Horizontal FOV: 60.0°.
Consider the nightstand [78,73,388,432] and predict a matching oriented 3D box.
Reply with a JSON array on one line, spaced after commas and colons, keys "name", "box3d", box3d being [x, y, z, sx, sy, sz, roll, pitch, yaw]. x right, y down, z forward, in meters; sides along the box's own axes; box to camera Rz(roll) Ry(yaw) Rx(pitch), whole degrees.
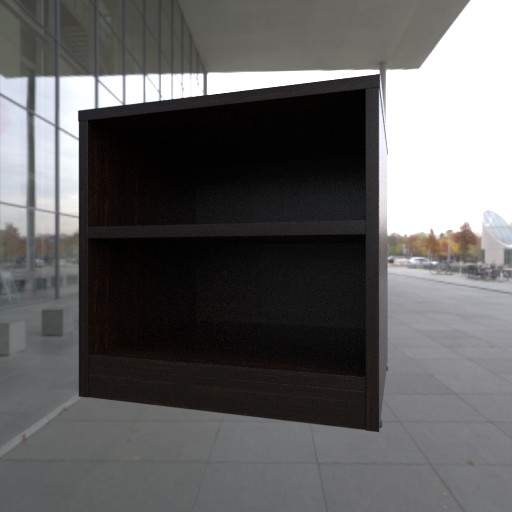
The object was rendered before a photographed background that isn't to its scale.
[{"name": "nightstand", "box3d": [0.000, 0.000, 0.869, 0.489, 0.487, 0.427, 0, 0, 18]}]
